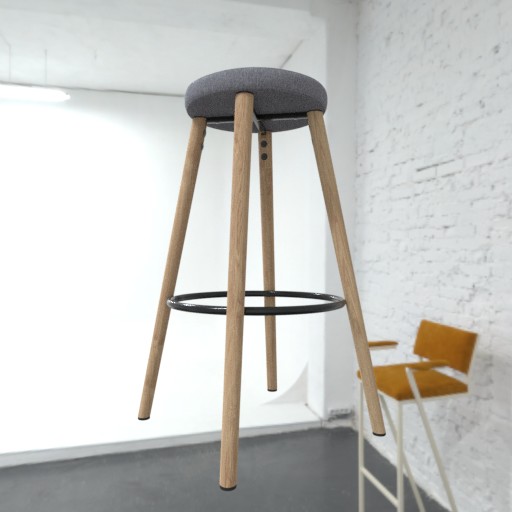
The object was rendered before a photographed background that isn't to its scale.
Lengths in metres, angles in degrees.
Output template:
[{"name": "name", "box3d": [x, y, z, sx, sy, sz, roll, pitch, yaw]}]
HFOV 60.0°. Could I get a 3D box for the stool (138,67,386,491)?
[{"name": "stool", "box3d": [0.000, 0.000, 1.005, 0.410, 0.770, 0.410, 0, 0, -35]}]
